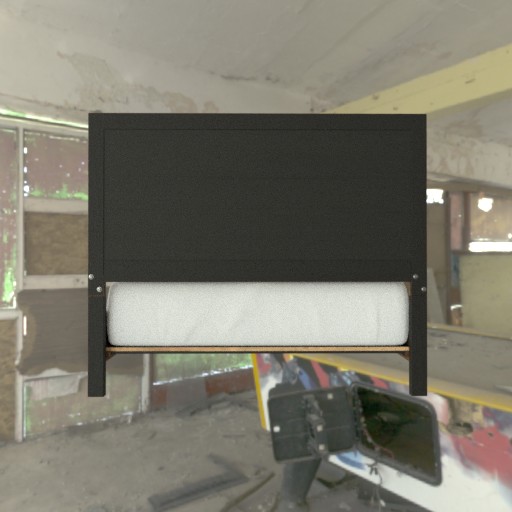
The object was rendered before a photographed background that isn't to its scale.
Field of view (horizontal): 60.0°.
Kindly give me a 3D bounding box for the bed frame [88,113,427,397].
[{"bbox_3d":[0.000,0.000,3.350,1.696,1.417,2.276,0,0,-1],"label":"bed frame"}]
